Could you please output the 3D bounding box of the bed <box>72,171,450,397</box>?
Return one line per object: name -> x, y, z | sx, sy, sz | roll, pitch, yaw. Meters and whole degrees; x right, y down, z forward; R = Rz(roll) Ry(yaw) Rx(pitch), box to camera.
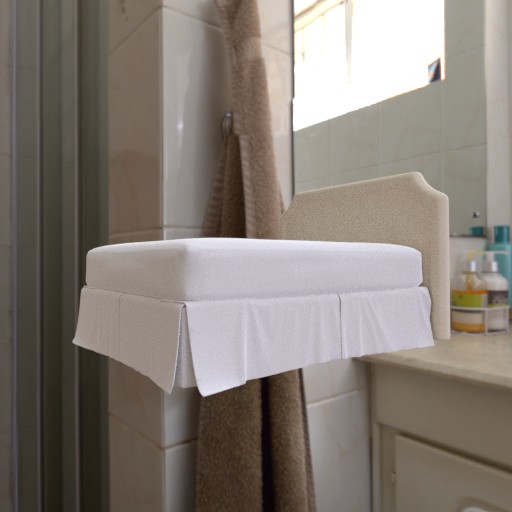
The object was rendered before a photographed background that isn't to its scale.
bed -> 0.000, 0.000, 3.301 | 2.209, 1.296, 1.827 | 0, 0, -37
